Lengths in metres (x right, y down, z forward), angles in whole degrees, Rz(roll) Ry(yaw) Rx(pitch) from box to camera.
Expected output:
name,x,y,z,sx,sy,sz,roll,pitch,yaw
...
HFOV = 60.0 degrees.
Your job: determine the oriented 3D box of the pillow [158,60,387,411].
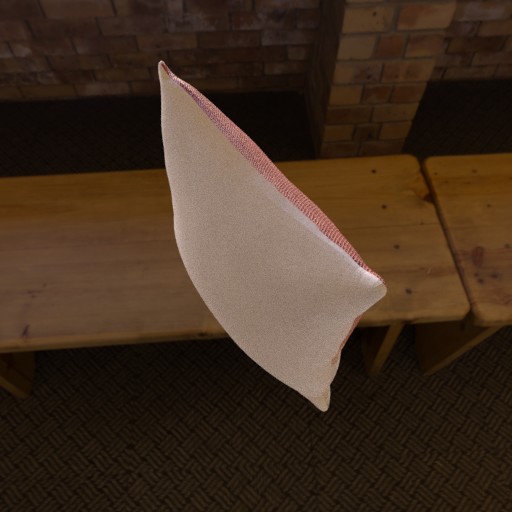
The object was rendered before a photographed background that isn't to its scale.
name,x,y,z,sx,sy,sz,roll,pitch,yaw
pillow,0.000,0.000,0.682,0.182,0.441,0.440,-31,64,-18
